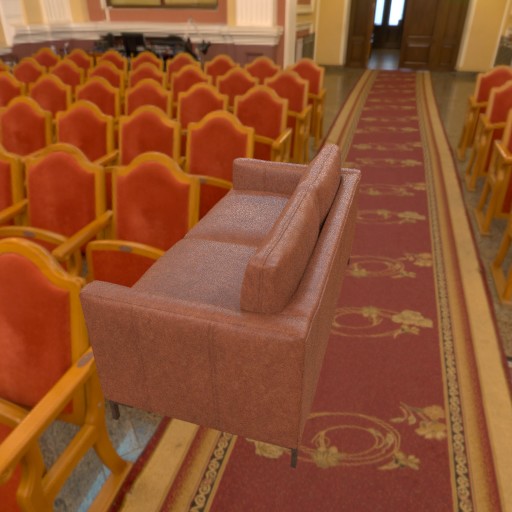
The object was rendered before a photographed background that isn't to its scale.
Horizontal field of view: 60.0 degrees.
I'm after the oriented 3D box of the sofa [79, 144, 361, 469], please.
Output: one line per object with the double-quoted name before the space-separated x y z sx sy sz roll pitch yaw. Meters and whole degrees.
"sofa" 0.000 0.000 2.362 0.899 0.883 1.797 9 30 15
